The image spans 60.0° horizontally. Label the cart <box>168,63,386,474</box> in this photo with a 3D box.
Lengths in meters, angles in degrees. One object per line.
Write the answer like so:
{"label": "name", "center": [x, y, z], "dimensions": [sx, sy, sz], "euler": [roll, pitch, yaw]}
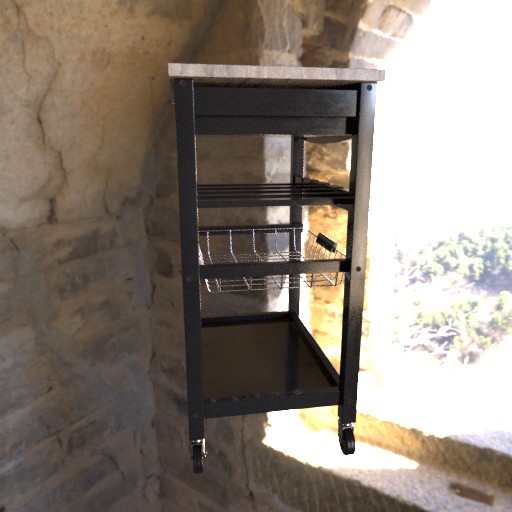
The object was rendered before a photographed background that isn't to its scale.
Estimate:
{"label": "cart", "center": [0.000, 0.000, 1.162], "dimensions": [0.403, 0.839, 0.584], "euler": [-2, 14, -9]}
